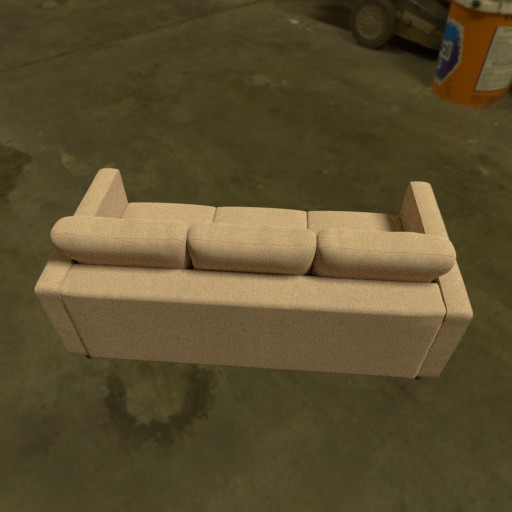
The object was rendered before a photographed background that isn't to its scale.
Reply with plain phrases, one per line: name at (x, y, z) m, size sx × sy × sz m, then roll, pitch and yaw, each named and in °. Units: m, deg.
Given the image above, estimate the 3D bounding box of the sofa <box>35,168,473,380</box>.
sofa at (0.000, 0.000, 2.303) m, size 1.855 × 0.800 × 0.930 m, roll 3°, pitch 46°, yaw 3°
